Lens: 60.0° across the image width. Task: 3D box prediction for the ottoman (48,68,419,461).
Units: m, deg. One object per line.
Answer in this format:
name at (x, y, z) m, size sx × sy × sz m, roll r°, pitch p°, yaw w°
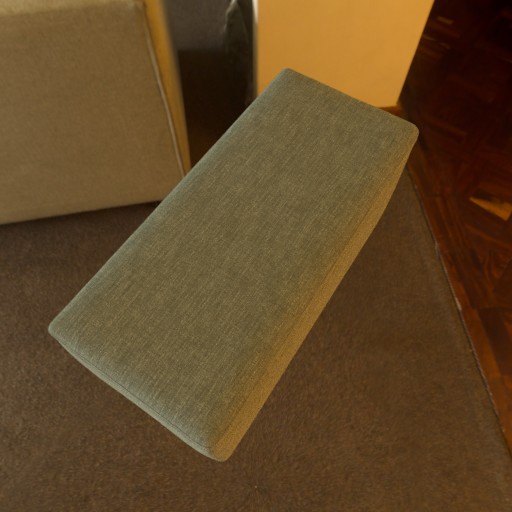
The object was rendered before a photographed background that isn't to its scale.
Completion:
ottoman at (0.000, 0.000, 1.137) m, size 0.419 × 0.432 × 0.902 m, roll 30°, pitch 67°, yaw 15°
